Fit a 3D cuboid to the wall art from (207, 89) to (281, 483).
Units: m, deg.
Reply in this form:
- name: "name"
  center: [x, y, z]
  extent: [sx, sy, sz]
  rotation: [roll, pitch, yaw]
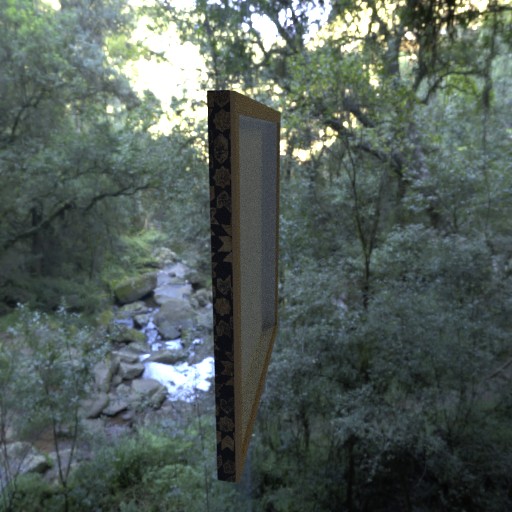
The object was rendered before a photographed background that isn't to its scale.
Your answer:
- name: "wall art"
  center: [0.000, 0.000, 0.945]
  extent: [0.038, 0.612, 0.612]
  rotation: [2, 16, 8]
